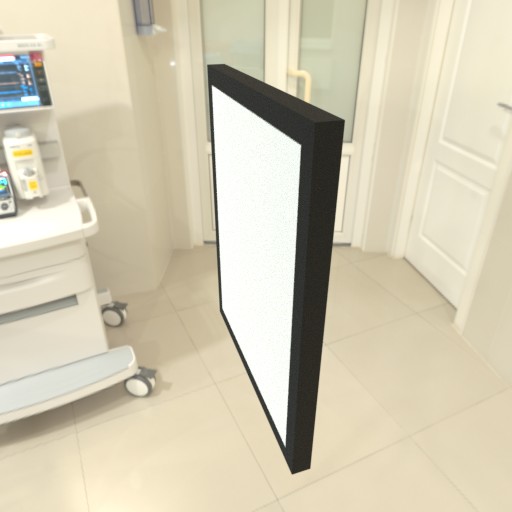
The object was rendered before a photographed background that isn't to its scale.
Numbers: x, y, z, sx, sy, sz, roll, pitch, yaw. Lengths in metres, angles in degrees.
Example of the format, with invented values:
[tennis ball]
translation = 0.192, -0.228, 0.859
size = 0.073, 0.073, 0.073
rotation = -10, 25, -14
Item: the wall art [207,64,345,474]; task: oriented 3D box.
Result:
[wall art]
translation = 0.000, 0.000, 0.552
size = 0.024, 0.404, 0.329
rotation = -10, 32, -16
